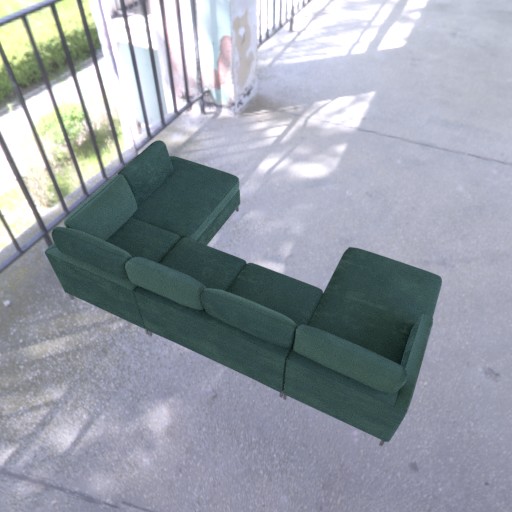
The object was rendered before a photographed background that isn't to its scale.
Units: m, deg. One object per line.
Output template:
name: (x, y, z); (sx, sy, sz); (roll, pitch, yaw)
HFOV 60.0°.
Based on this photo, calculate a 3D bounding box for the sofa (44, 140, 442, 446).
sofa: (0.000, 0.000, 4.383); (3.434, 0.992, 2.055); (20, 51, 18)
